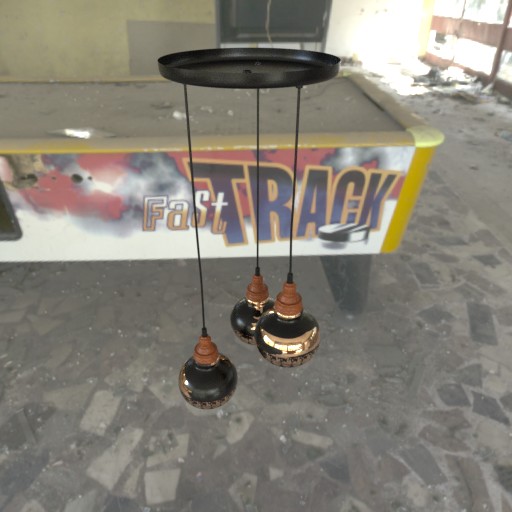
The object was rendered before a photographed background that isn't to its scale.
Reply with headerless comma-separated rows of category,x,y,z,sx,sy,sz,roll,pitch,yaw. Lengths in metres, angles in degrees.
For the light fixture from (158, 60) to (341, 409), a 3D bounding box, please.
light fixture,0.000,0.000,1.720,0.605,1.410,0.608,21,37,30
